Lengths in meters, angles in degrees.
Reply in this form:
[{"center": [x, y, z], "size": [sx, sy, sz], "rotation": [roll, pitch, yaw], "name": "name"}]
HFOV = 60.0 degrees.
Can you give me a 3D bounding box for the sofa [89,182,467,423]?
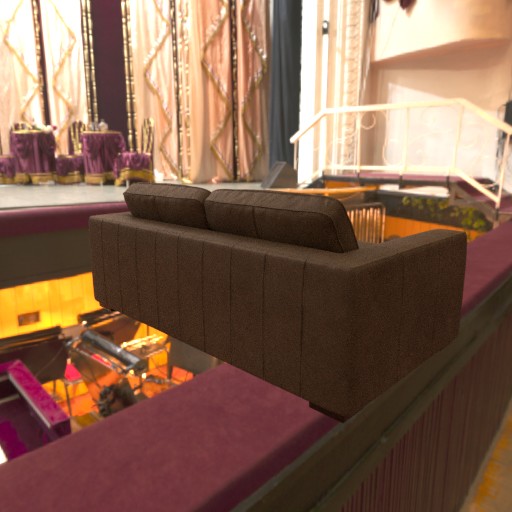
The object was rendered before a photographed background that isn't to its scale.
[{"center": [0.000, 0.000, 2.483], "size": [1.920, 0.800, 1.070], "rotation": [12, 17, 43], "name": "sofa"}]
